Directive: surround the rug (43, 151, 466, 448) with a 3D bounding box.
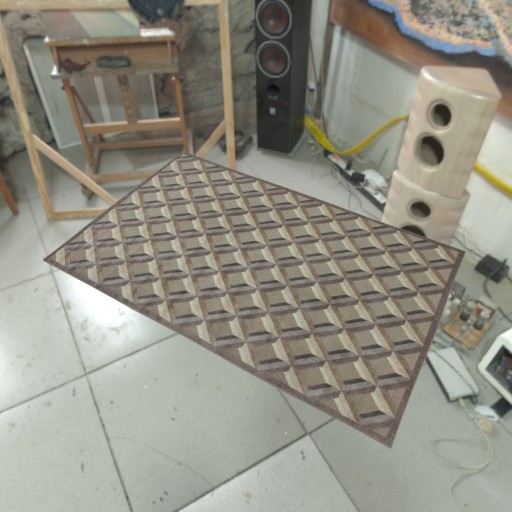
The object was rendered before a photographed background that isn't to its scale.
[{"bbox_3d":[0.000,0.000,2.073,1.677,0.011,1.066,23,50,21],"label":"rug"}]
